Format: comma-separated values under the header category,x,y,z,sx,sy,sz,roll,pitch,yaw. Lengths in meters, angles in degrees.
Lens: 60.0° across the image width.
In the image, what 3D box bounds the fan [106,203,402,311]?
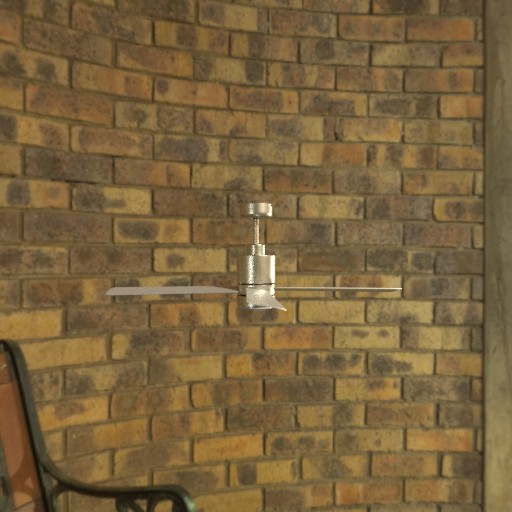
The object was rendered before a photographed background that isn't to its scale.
category,x,y,z,sx,sy,sz,roll,pitch,yaw
fan,0.000,0.000,2.333,1.525,0.539,1.525,0,0,-2
